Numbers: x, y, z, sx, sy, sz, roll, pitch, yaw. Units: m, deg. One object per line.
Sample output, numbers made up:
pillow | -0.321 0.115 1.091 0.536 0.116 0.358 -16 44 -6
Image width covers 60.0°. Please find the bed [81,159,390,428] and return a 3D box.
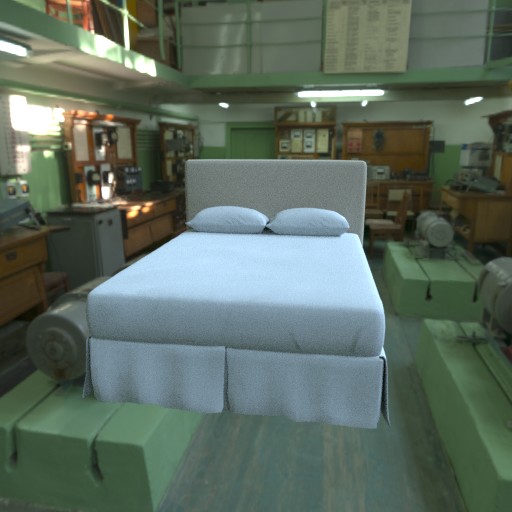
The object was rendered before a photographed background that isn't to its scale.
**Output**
bed | 0.000 0.000 3.285 1.748 1.330 2.142 2 14 8
